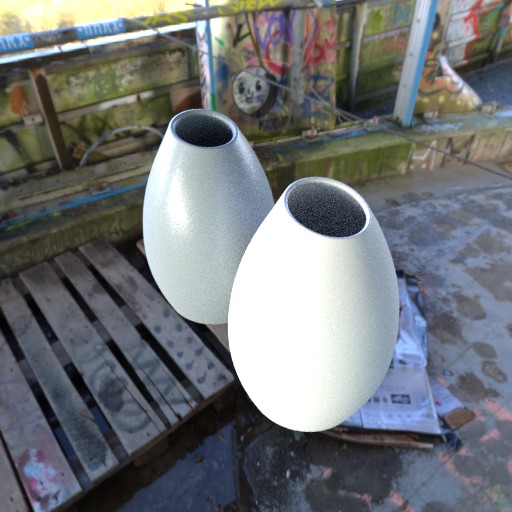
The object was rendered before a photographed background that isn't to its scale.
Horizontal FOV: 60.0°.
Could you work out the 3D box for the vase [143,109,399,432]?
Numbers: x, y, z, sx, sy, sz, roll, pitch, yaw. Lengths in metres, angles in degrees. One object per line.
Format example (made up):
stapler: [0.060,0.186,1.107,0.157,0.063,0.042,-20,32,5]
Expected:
vase: [0.000,0.000,0.259,0.089,0.131,0.187,-27,47,-27]
